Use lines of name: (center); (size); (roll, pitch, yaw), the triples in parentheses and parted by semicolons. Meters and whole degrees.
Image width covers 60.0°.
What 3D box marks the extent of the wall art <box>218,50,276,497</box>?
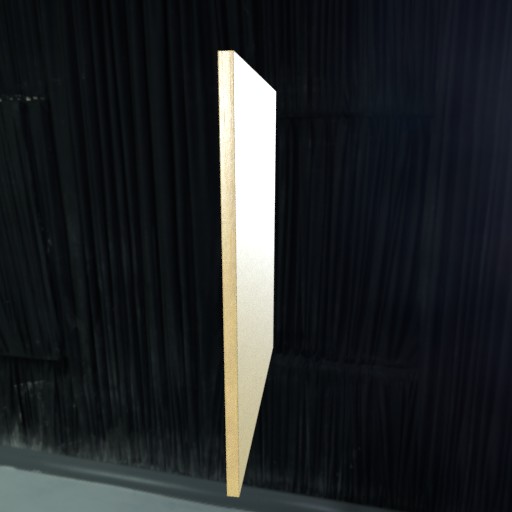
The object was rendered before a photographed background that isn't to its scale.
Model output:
wall art: (0.000, 0.000, 1.331); (0.030, 1.002, 0.798); (2, 15, 8)
